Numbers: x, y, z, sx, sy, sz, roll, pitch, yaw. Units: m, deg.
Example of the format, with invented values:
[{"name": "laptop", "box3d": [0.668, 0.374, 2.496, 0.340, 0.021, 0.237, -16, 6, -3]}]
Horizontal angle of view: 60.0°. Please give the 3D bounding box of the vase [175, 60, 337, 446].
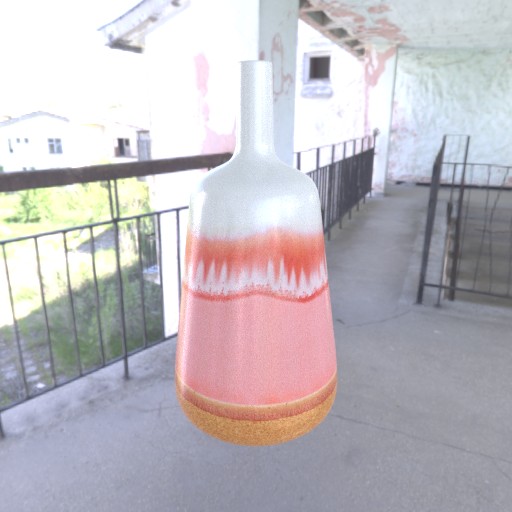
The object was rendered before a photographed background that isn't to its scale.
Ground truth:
[{"name": "vase", "box3d": [0.000, 0.000, 0.367, 0.144, 0.296, 0.144, 0, 17, 0]}]
